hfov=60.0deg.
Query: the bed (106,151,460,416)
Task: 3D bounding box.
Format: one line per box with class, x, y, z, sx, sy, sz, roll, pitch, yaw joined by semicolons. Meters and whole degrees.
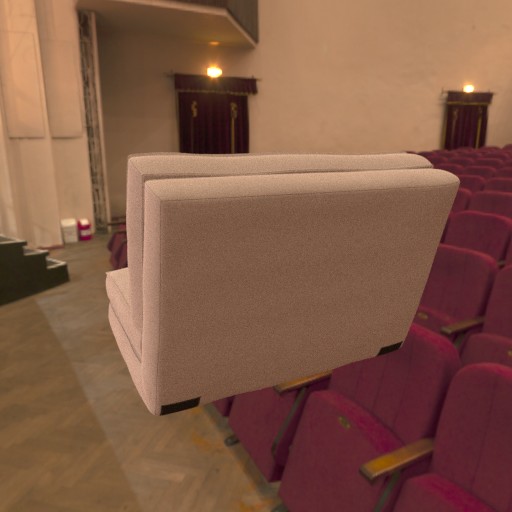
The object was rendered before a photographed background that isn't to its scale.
bed;0.000;0.000;1.310;0.799;0.614;0.749;-7;16;-26
